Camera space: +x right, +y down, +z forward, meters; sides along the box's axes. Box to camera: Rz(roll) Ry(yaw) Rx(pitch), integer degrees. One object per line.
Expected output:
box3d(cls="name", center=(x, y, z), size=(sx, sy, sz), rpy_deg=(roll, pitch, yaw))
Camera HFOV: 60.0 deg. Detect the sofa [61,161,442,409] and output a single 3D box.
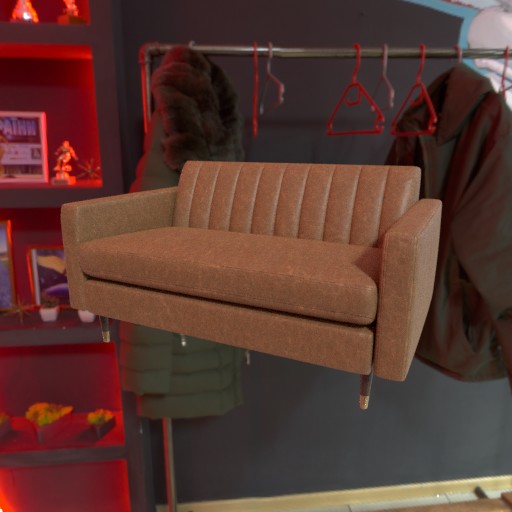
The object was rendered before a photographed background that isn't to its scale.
box3d(cls="sofa", center=(0.000, 0.000, 2.086), size=(1.549, 0.820, 0.960), rpy_deg=(7, 16, 25))
